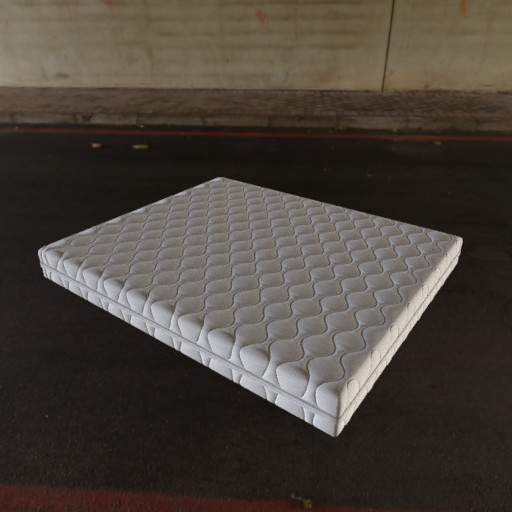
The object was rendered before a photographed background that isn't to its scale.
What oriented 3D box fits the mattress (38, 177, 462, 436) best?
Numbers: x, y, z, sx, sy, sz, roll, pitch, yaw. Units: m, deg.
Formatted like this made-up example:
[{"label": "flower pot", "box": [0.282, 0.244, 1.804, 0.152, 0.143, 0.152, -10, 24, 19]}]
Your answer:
[{"label": "mattress", "box": [0.000, 0.000, 2.601, 1.900, 0.200, 1.600, 19, 34, 31]}]
